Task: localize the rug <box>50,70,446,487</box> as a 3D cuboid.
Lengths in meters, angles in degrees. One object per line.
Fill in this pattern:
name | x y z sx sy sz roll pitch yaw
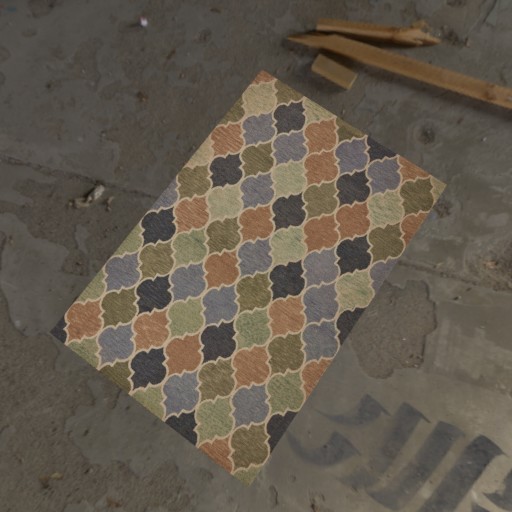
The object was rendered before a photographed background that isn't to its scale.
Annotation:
rug | 0.000 0.000 2.295 1.216 0.006 1.828 35 79 8
